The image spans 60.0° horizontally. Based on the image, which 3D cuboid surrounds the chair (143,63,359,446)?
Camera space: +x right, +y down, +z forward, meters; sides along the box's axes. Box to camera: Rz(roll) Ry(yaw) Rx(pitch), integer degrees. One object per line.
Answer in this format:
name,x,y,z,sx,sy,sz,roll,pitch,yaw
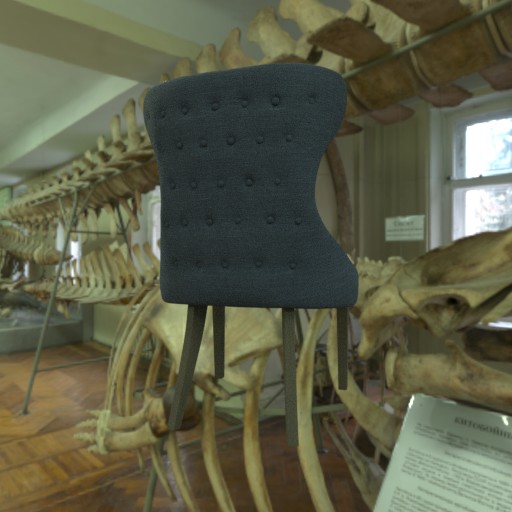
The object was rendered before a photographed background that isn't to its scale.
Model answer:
chair,0.000,0.000,1.402,0.628,0.967,0.635,0,0,18
